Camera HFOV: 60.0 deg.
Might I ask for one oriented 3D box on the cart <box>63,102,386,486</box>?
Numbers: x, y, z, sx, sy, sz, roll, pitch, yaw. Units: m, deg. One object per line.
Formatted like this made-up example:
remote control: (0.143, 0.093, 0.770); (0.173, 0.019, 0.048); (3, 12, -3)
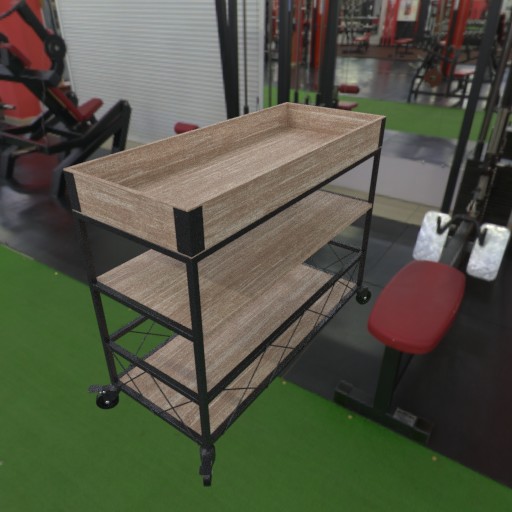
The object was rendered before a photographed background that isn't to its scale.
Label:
cart: (0.000, 0.000, 1.466); (0.500, 0.787, 1.101); (20, 36, 31)
